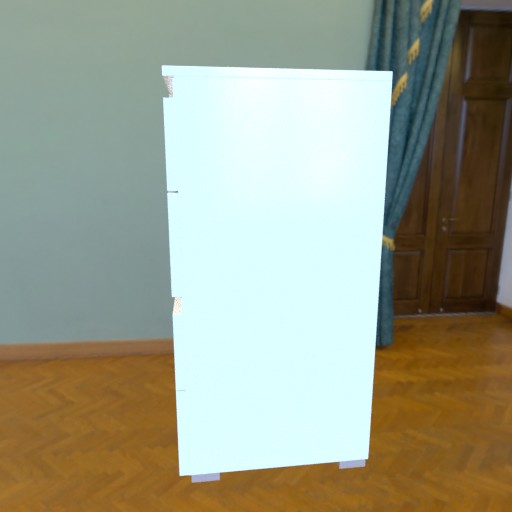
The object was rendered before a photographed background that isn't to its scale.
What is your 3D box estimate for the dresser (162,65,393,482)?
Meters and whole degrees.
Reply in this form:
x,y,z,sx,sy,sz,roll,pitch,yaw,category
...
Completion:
x,y,z,sx,sy,sz,roll,pitch,yaw,category
0.000,0.000,1.157,0.400,0.800,0.650,-2,13,-7,dresser
